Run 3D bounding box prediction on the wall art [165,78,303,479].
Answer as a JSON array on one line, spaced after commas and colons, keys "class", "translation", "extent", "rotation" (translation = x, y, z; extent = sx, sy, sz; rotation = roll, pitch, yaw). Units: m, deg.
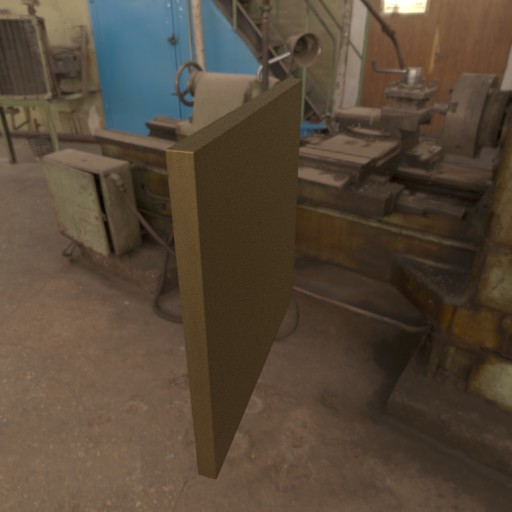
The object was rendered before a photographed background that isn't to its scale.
[{"class": "wall art", "translation": [0.000, 0.000, 0.762], "extent": [0.031, 0.506, 0.503], "rotation": [9, 31, 15]}]
